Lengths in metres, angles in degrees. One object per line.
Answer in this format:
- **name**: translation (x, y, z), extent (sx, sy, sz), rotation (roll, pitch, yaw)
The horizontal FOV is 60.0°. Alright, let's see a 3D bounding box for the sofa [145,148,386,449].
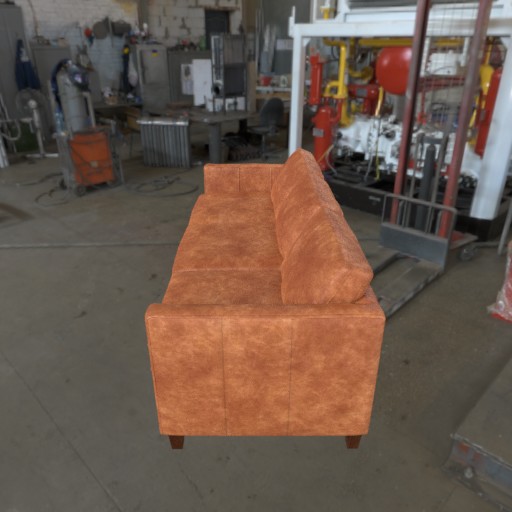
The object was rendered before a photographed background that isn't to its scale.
- **sofa**: translation (0.000, 0.000, 2.993), extent (1.045, 1.006, 2.464), rotation (0, 26, 0)
